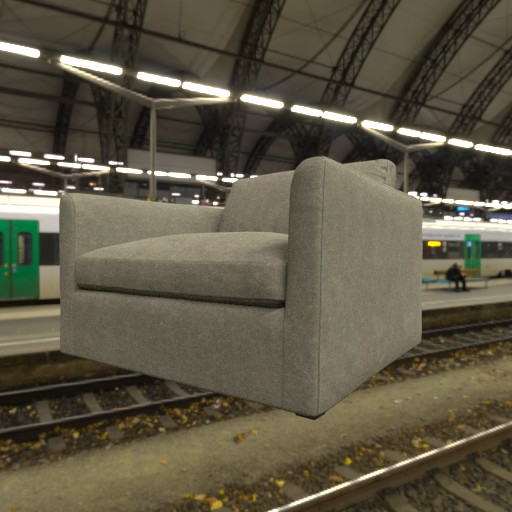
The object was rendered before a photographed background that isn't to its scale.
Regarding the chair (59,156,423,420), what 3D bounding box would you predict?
[{"bbox_3d":[0.000,0.000,1.825,1.190,0.845,1.091,0,1,37],"label":"chair"}]
